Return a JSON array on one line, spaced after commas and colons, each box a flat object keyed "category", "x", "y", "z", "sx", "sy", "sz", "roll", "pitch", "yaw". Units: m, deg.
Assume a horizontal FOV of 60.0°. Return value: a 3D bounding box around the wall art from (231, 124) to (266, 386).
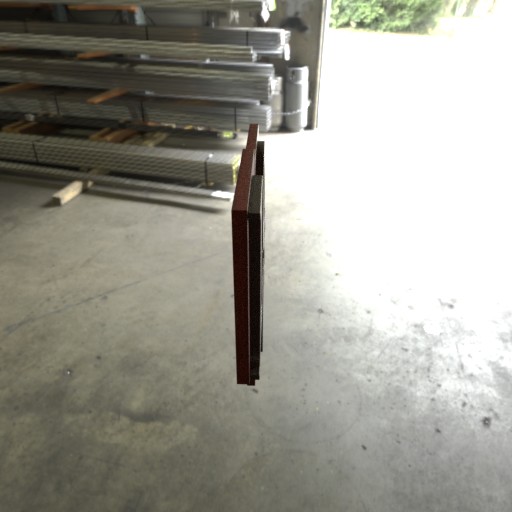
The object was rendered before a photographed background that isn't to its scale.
[{"category": "wall art", "x": 0.000, "y": 0.000, "z": 0.852, "sx": 0.030, "sy": 0.497, "sz": 0.635, "roll": 1, "pitch": 31, "yaw": 2}]
